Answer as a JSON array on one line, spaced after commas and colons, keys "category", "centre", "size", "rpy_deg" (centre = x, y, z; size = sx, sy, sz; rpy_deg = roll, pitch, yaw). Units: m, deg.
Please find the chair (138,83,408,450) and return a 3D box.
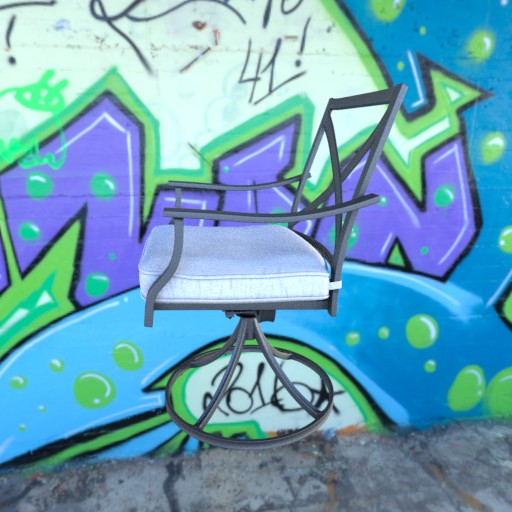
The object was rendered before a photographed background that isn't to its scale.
[{"category": "chair", "centre": [0.000, 0.000, 1.267], "size": [0.620, 0.889, 0.575], "rpy_deg": [-3, 16, -9]}]
